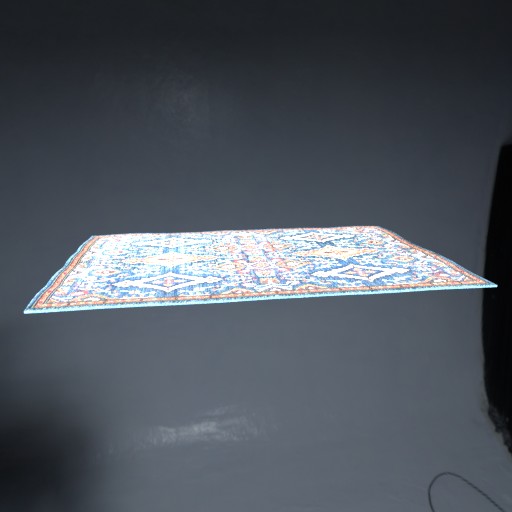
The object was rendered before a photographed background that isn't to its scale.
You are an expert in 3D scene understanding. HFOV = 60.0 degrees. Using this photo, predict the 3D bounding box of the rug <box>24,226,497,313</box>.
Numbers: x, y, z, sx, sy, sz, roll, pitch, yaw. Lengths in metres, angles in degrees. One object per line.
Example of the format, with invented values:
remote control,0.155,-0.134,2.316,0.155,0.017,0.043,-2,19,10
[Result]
rug,0.000,0.000,2.253,1.847,0.014,1.195,-2,16,-8
